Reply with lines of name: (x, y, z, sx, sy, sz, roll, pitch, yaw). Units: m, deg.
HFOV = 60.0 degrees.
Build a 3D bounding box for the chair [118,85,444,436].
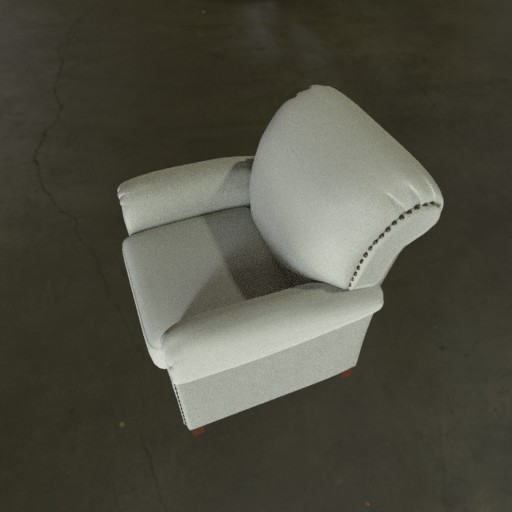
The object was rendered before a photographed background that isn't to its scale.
chair: (0.000, 0.000, 1.591, 0.890, 0.927, 0.854, -16, 49, -14)
